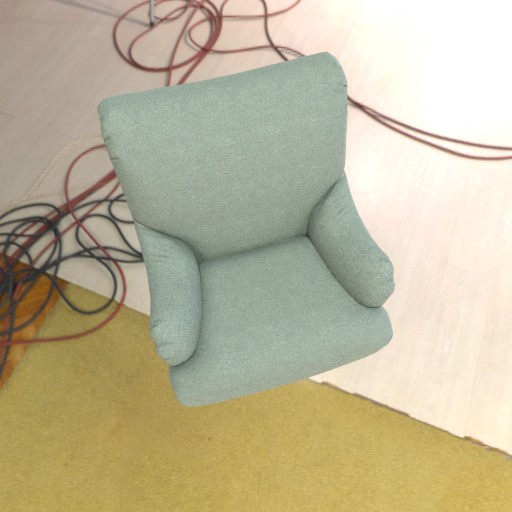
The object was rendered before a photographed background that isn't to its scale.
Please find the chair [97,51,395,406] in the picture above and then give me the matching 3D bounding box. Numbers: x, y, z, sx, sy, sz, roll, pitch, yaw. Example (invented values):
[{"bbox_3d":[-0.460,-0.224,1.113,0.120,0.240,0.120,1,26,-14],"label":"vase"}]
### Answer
[{"bbox_3d":[0.000,0.000,1.924,0.964,1.178,1.060,-15,65,-7],"label":"chair"}]
